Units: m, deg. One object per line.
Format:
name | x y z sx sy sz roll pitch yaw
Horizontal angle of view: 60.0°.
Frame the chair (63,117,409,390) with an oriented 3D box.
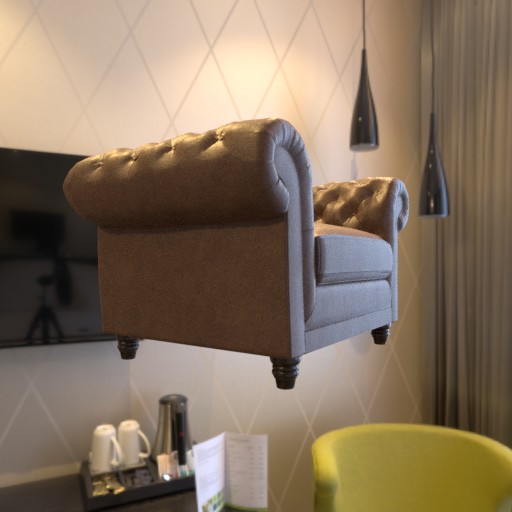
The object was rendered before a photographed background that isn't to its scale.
chair | 0.000 0.000 1.870 0.954 0.784 1.298 -1 -1 34
